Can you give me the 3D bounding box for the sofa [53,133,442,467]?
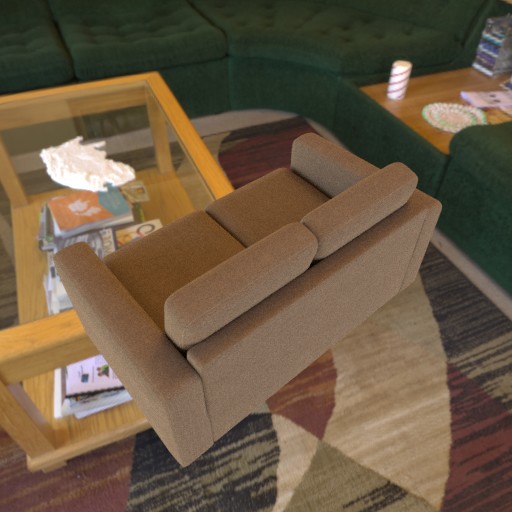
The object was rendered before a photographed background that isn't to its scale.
[{"bbox_3d":[0.000,0.000,2.044,1.520,0.800,0.900,-31,53,-27],"label":"sofa"}]
